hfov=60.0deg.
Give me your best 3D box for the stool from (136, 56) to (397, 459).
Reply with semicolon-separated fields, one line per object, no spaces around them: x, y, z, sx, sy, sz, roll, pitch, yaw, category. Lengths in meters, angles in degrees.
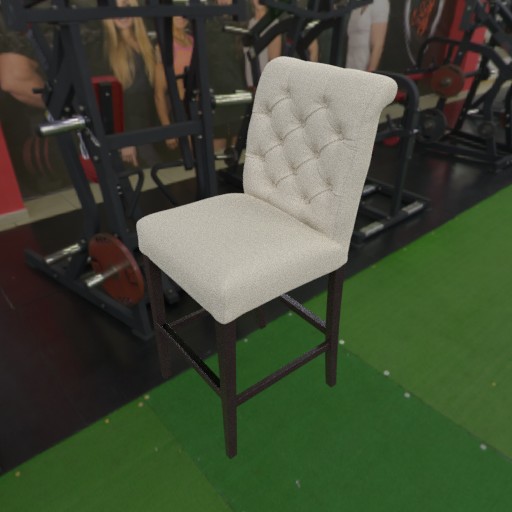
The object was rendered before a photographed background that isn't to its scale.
0.000;0.000;1.451;0.610;1.118;0.482;-23;38;-32;stool
